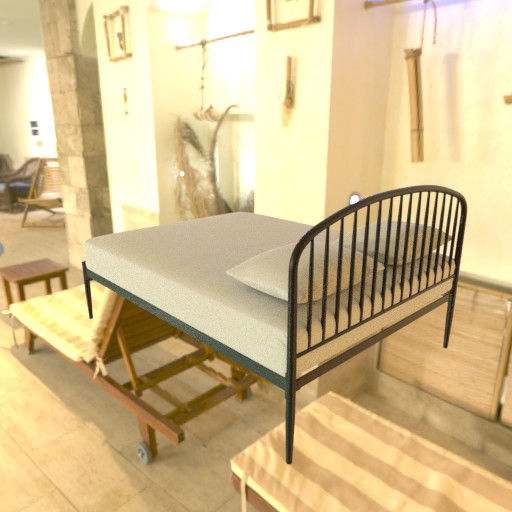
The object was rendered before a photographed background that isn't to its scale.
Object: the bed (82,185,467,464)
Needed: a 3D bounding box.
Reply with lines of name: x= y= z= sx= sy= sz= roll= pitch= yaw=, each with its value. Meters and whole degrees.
bed: x=0.000 y=0.000 z=3.095 sx=1.618 sy=1.166 sz=2.159 roll=-15 pitch=22 yaw=-41
